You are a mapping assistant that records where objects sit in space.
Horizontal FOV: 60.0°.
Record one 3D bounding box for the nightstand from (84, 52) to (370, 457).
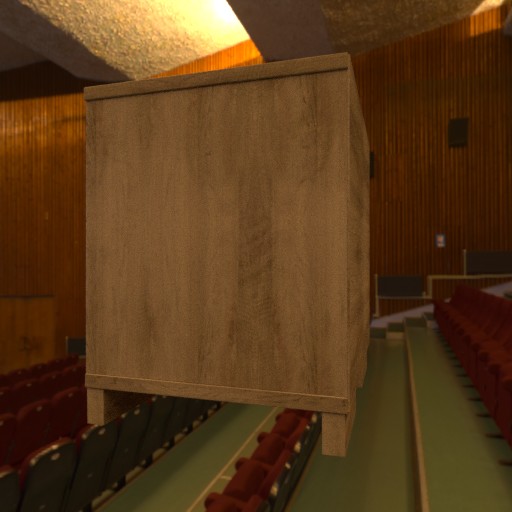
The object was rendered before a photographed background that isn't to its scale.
[{"bbox_3d":[0.000,0.000,0.741,0.347,0.448,0.427,0,0,17],"label":"nightstand"}]
